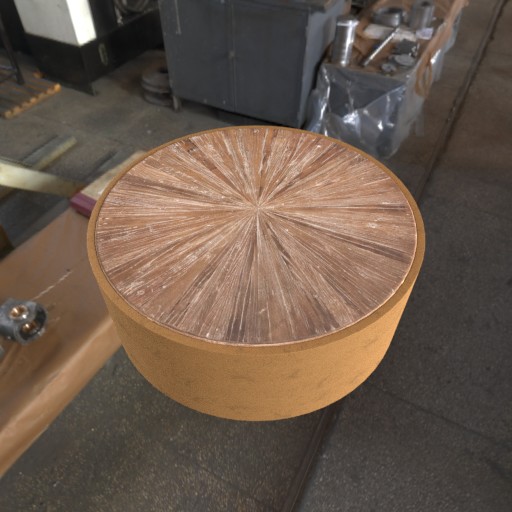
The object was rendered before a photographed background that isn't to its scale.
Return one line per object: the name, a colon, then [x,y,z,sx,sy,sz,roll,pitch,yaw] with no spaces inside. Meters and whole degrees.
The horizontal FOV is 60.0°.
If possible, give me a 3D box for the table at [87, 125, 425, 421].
table: [0.000,0.000,1.499,1.001,0.409,1.001,0,47,0]
